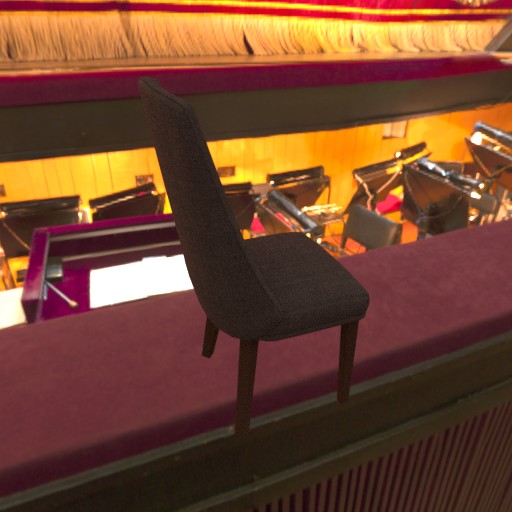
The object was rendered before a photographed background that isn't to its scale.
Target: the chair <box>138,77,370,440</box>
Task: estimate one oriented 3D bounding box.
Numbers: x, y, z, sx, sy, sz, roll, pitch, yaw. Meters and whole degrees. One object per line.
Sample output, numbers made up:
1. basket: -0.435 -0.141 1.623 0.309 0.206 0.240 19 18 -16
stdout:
1. chair: 0.000 0.000 1.373 0.577 1.050 0.510 -11 31 -18
